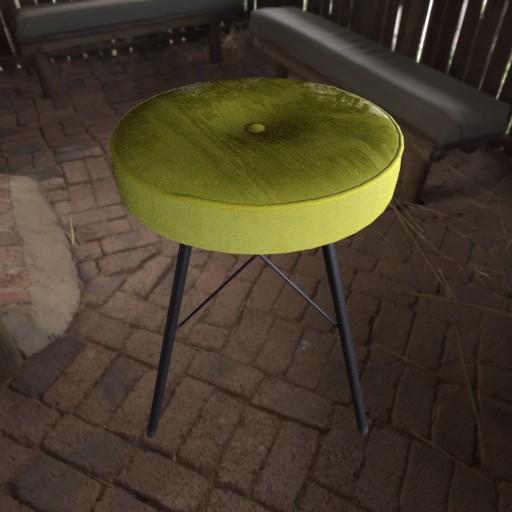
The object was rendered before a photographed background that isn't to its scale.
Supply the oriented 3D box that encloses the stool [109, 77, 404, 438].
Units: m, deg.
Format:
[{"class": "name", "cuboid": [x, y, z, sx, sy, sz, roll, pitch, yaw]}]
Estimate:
[{"class": "stool", "cuboid": [0.000, 0.000, 0.783, 0.409, 0.508, 0.409, -1, 41, -1]}]
